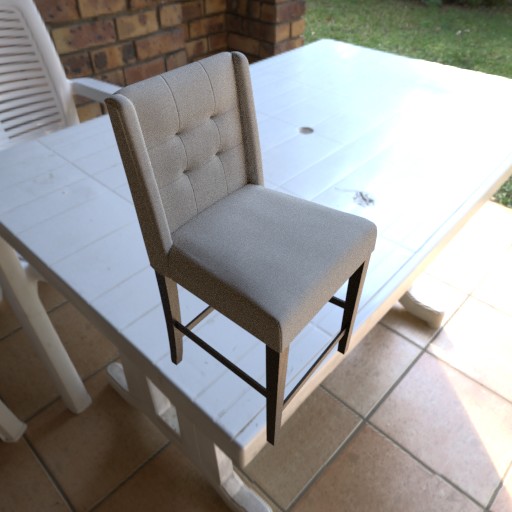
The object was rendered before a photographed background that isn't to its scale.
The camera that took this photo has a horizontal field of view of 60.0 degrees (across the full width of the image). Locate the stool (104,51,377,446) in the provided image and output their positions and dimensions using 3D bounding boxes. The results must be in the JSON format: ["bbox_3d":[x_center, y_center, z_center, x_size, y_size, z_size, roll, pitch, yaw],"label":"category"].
[{"bbox_3d":[0.000,0.000,1.260,0.509,0.939,0.474,27,47,28],"label":"stool"}]
